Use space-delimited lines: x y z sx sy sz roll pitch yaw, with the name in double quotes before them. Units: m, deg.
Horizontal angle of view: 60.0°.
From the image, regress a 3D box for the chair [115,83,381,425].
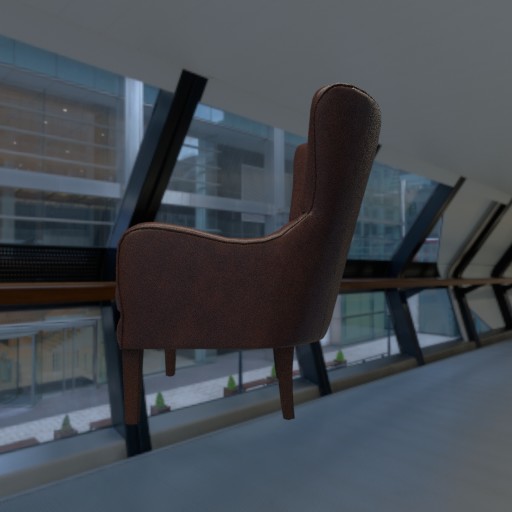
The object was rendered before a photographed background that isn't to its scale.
"chair" 0.000 0.000 1.671 0.914 1.048 0.692 0 -1 0
